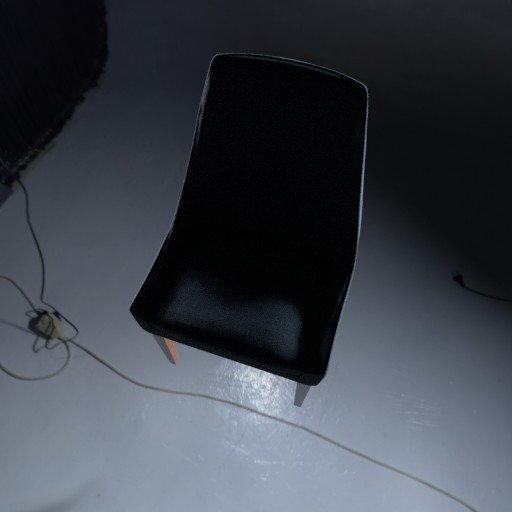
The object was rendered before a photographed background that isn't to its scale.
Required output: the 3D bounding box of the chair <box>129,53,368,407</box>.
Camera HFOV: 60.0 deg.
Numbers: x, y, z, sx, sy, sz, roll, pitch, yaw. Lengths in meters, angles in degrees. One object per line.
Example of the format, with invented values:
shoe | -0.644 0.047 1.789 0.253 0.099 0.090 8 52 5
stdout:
chair | 0.000 0.000 1.213 0.529 0.861 0.544 16 59 10
